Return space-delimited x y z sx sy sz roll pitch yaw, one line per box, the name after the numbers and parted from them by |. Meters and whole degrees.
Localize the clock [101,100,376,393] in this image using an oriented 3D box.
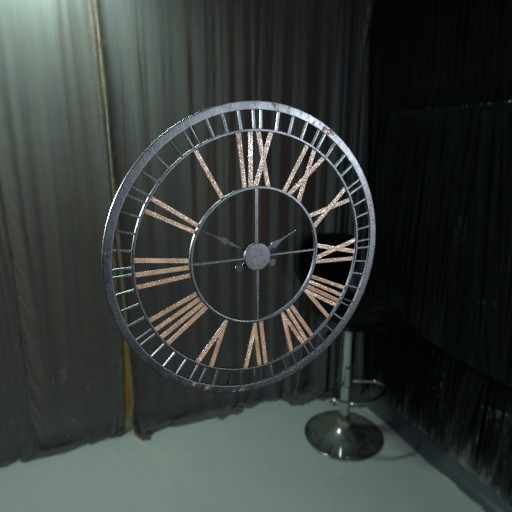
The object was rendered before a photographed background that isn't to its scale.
0.000 0.000 1.271 0.843 0.843 0.025 -7 16 -24 | clock
